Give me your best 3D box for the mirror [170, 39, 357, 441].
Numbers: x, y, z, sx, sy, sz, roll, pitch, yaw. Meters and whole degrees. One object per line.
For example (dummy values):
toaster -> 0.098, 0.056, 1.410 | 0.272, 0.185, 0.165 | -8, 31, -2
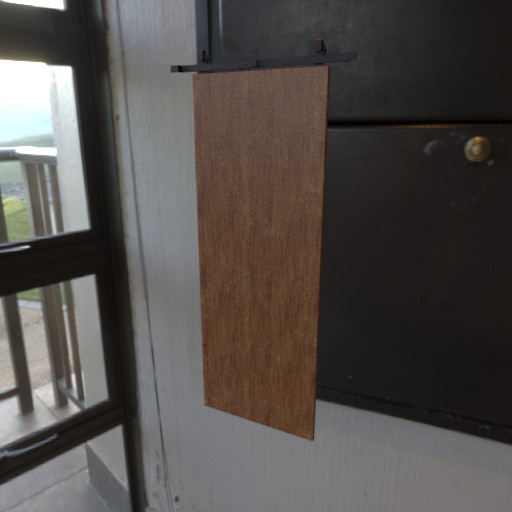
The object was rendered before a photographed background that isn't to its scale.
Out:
mirror -> 0.000, 0.000, 2.058 | 0.847, 1.793, 0.042 | 8, 18, 26
